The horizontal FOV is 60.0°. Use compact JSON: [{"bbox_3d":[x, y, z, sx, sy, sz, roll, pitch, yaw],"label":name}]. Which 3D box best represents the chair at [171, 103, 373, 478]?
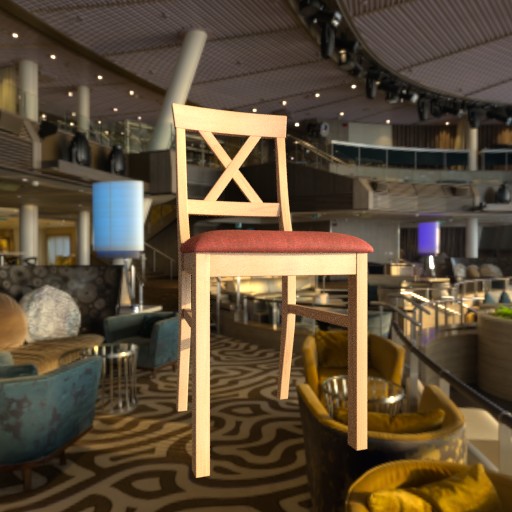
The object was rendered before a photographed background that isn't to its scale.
[{"bbox_3d":[0.000,0.000,1.184,0.439,0.912,0.492,0,0,-19],"label":"chair"}]
